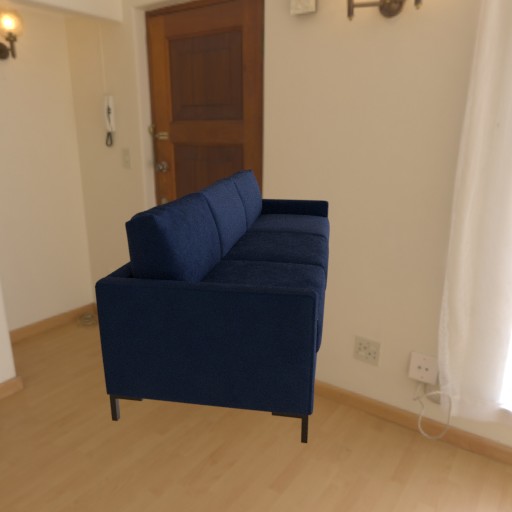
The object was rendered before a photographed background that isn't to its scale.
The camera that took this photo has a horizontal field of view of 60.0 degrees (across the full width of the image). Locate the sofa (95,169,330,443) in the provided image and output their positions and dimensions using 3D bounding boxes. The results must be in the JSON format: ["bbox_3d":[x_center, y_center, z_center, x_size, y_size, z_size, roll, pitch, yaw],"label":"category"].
[{"bbox_3d":[0.000,0.000,2.711,0.875,0.879,2.252,3,16,10],"label":"sofa"}]
